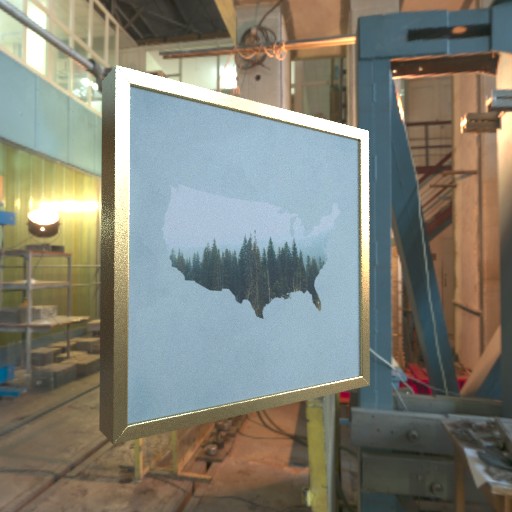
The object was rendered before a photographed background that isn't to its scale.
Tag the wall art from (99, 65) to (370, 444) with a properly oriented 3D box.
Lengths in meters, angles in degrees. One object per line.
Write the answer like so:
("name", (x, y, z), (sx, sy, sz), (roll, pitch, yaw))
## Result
("wall art", (0.000, 0.000, 0.459), (0.304, 0.304, 0.038), (1, -2, -35))
